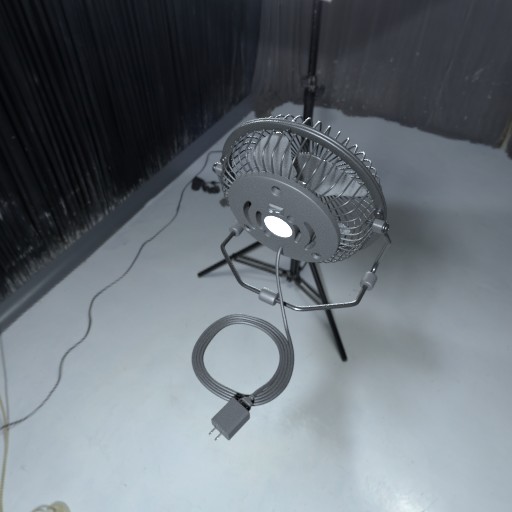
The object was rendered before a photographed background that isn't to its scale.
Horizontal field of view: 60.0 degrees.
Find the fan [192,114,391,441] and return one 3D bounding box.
[{"bbox_3d":[0.000,0.000,0.309,0.153,0.152,0.202,23,51,20],"label":"fan"}]
